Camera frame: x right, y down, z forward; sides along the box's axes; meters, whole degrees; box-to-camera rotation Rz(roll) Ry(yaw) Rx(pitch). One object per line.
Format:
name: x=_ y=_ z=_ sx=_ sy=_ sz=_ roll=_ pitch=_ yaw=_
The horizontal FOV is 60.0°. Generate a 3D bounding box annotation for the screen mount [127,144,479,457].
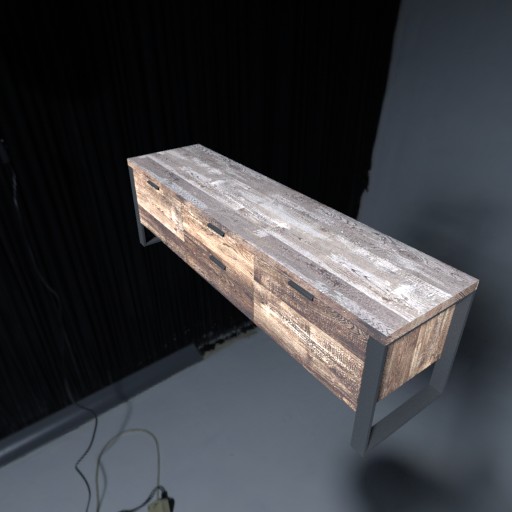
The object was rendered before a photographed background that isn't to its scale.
screen mount: x=0.000 y=0.000 z=1.753 sx=0.395 sy=0.450 sz=1.524 roll=-21 pitch=37 yaw=-30
